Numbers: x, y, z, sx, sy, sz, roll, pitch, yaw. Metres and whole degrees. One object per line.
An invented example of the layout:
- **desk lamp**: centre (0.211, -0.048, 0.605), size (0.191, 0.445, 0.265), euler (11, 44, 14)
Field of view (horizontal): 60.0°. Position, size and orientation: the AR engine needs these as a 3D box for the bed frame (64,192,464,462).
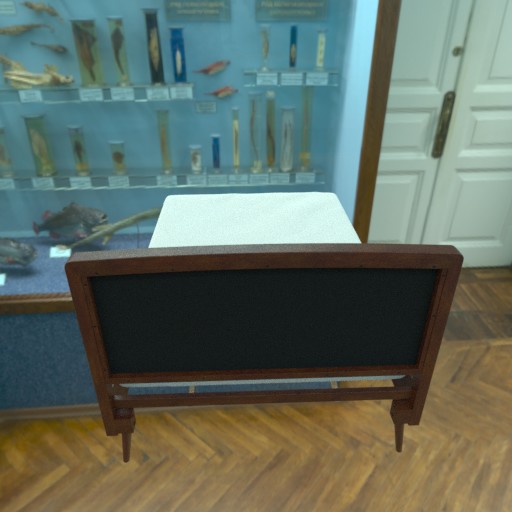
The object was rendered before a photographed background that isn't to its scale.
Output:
- **bed frame**: centre (0.000, 0.000, 2.985), size (1.587, 1.279, 2.171), euler (-1, 30, -2)
